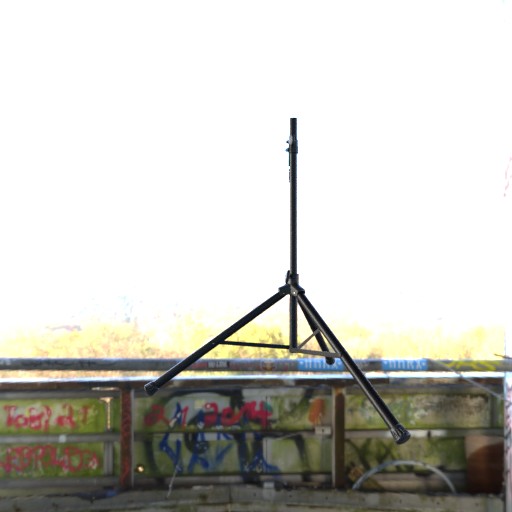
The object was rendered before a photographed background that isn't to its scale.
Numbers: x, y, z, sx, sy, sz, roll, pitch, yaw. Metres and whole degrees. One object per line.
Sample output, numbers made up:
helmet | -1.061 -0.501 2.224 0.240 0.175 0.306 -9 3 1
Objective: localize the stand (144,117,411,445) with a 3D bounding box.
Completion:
stand | 0.000 0.000 1.819 0.907 1.136 1.045 0 0 -1
